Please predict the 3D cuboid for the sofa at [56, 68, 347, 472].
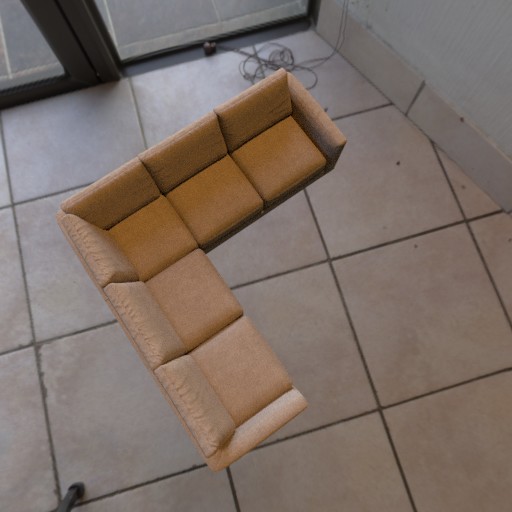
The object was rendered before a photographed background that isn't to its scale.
[{"bbox_3d":[0.000,0.000,3.781,2.438,0.864,2.438,-34,78,-8],"label":"sofa"}]
